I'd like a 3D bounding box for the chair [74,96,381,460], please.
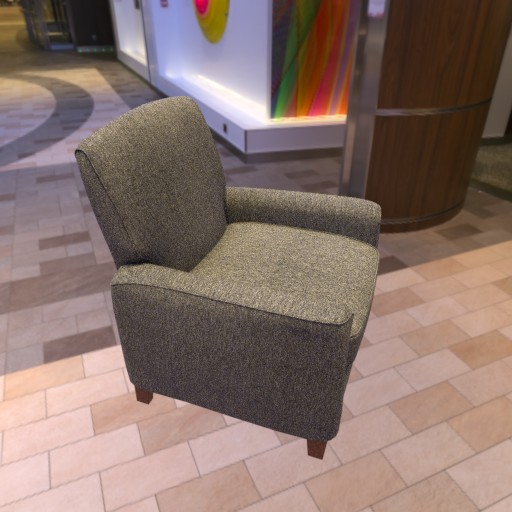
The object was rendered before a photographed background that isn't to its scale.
[{"bbox_3d":[0.000,0.000,1.622,0.864,1.014,0.848,11,33,17],"label":"chair"}]
